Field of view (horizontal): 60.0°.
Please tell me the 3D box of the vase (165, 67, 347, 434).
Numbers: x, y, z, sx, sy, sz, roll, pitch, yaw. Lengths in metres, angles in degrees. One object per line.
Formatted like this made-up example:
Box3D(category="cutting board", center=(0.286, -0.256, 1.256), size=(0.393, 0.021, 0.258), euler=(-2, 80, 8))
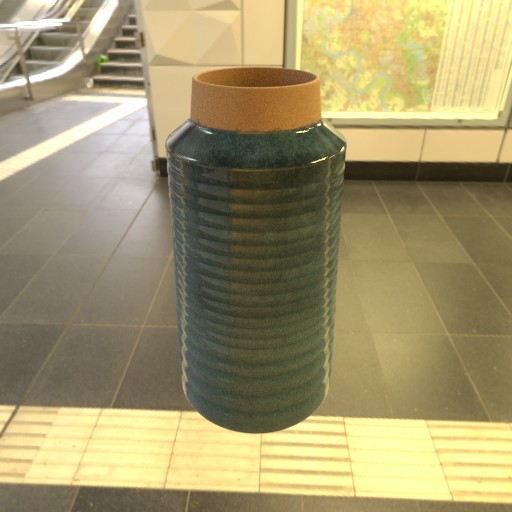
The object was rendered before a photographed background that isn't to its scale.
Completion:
Box3D(category="vase", center=(0.000, 0.000, 0.415), size=(0.163, 0.316, 0.163), euler=(0, 31, 0))
